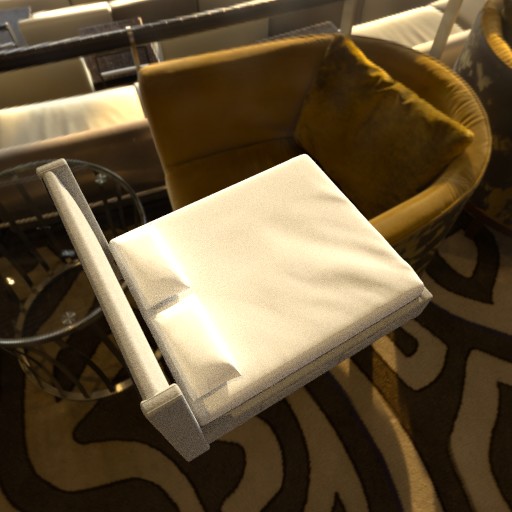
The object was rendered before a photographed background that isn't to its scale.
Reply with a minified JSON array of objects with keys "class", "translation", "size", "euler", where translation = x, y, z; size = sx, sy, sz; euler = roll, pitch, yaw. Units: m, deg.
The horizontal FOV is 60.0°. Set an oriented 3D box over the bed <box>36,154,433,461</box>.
[{"class":"bed","translation":[0.000,0.000,3.333],"size":[2.222,1.491,1.774],"euler":[-27,62,-16]}]
